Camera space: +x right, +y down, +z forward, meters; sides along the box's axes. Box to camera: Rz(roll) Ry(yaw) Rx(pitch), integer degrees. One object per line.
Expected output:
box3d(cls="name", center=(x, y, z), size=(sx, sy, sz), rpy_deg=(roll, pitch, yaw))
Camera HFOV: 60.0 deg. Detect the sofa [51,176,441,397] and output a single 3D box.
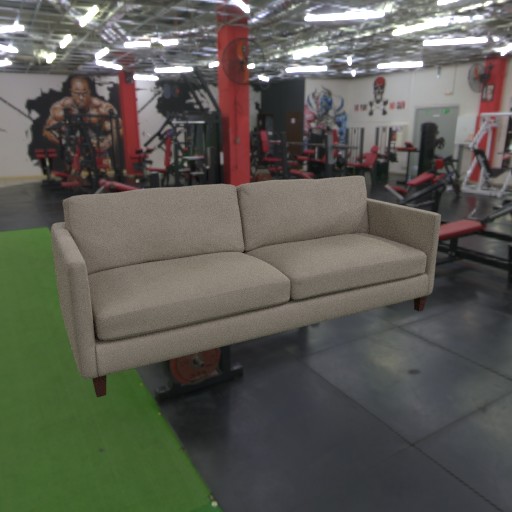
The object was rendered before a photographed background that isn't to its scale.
box3d(cls="sofa", center=(0.000, 0.000, 2.947), size=(2.404, 0.912, 0.988), rpy_deg=(-9, 19, -27))
